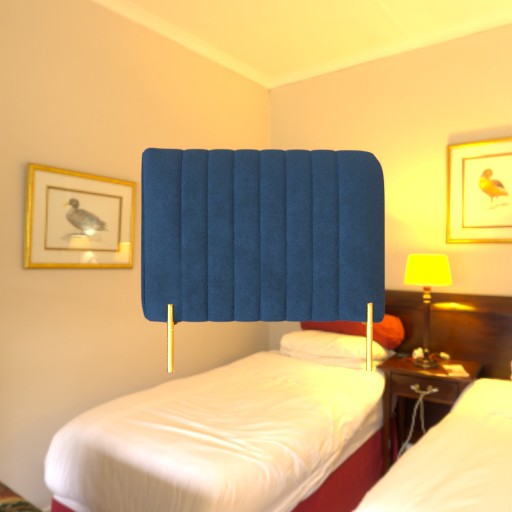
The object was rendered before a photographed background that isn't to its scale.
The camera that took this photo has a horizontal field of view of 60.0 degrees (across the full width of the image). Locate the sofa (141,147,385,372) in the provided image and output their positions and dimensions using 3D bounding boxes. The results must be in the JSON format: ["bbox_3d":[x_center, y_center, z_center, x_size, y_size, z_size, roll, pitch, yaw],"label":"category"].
[{"bbox_3d":[0.000,0.000,2.574,0.896,0.793,2.136,0,0,-1],"label":"sofa"}]
